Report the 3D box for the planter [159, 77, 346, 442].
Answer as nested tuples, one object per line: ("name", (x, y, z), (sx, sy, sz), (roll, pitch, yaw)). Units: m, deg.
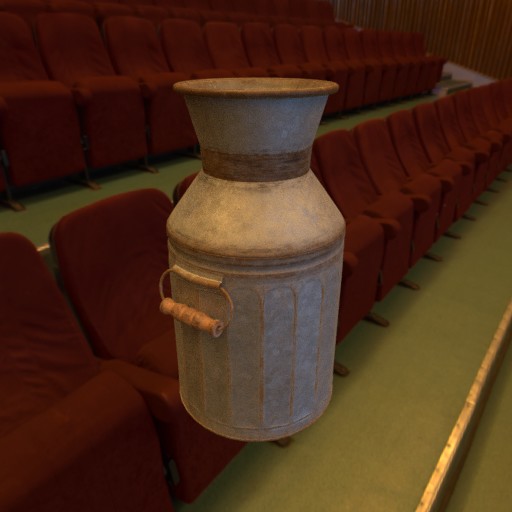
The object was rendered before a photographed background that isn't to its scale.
("planter", (0.000, 0.000, 0.543), (0.214, 0.396, 0.245), (18, 30, 33))
